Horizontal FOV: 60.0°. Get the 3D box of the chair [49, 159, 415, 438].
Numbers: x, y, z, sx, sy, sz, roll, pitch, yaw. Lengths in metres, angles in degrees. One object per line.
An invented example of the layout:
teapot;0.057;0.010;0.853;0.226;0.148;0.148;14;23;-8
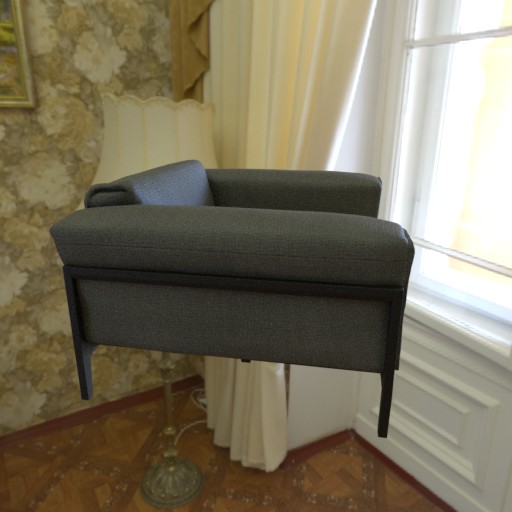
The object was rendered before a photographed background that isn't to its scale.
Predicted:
chair;0.000;0.000;1.658;0.969;0.646;1.056;3;19;10
